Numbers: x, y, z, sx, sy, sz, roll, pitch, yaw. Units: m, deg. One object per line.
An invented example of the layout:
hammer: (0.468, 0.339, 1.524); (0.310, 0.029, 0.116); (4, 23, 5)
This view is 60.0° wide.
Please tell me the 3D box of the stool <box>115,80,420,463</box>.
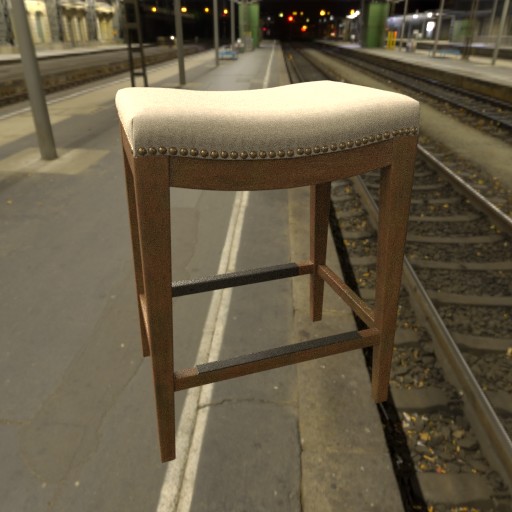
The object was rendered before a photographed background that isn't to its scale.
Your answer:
stool: (0.000, 0.000, 0.936); (0.508, 0.660, 0.356); (-9, 28, -17)
